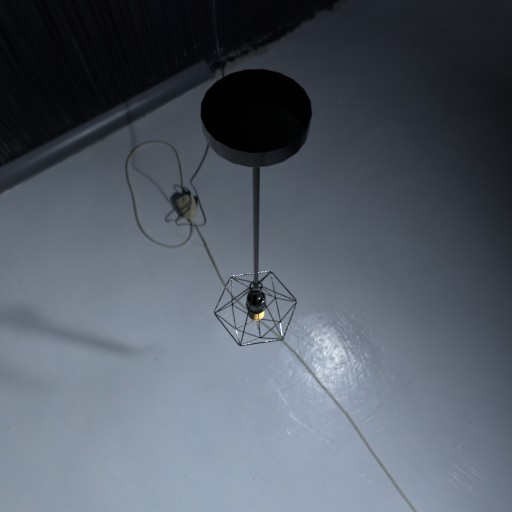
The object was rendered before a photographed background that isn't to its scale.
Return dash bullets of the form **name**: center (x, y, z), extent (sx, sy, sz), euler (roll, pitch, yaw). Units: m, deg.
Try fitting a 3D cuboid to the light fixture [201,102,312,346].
- **light fixture**: center (0.000, 0.000, 1.958), extent (0.431, 1.764, 0.487), euler (-35, 69, -16)
